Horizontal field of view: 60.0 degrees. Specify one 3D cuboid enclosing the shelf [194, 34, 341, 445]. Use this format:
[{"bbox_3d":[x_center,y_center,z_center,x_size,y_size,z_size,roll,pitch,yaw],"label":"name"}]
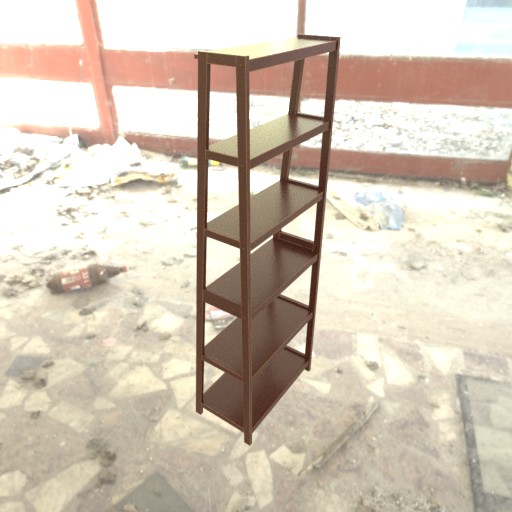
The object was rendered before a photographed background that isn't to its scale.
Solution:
[{"bbox_3d":[0.000,0.000,2.158,0.381,1.892,0.660,20,37,29],"label":"shelf"}]
